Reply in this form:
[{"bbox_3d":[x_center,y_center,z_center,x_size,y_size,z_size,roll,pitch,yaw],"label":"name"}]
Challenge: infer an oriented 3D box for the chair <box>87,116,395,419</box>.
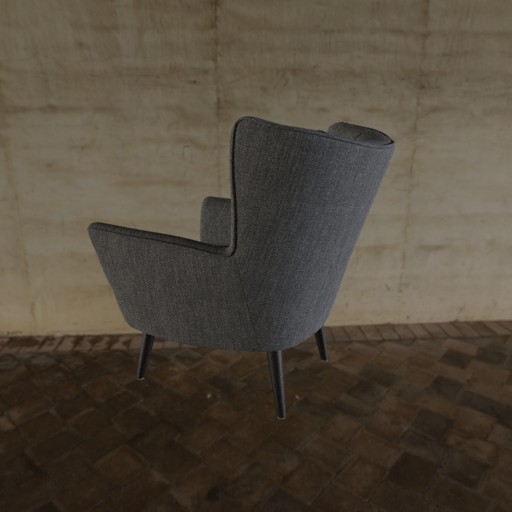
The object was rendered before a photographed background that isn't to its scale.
[{"bbox_3d":[0.000,0.000,1.592,0.888,0.933,0.781,8,18,27],"label":"chair"}]
